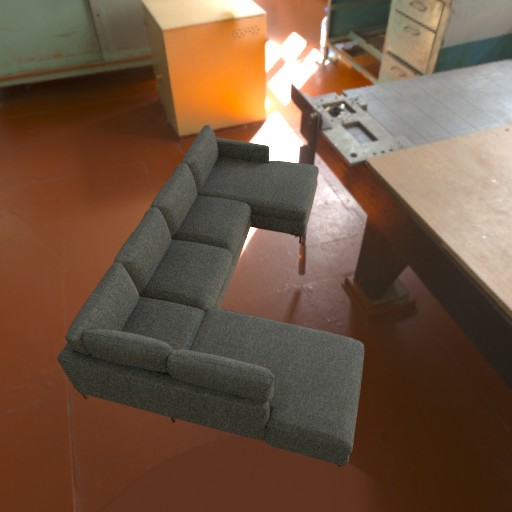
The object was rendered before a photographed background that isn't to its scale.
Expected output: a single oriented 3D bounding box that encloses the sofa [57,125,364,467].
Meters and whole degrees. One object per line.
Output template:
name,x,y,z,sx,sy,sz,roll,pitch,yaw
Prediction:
sofa,0.000,0.000,3.607,1.879,0.756,2.737,11,47,10
